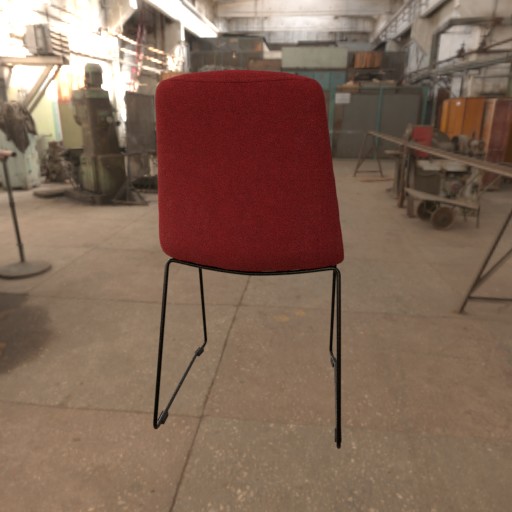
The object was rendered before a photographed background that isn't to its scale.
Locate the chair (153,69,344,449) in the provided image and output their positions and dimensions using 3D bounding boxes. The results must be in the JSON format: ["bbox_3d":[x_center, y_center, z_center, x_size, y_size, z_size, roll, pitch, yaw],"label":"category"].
[{"bbox_3d":[0.000,0.000,1.153,0.479,0.858,0.518,3,18,8],"label":"chair"}]
